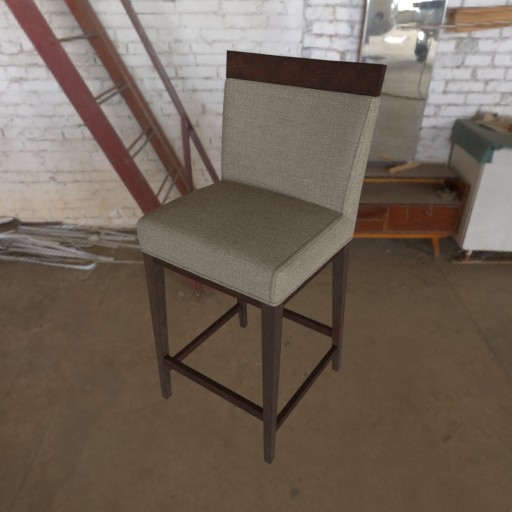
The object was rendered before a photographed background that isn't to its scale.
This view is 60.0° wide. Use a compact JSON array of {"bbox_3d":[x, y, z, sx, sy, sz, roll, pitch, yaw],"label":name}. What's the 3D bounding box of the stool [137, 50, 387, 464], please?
[{"bbox_3d":[0.000,0.000,1.402,0.511,1.117,0.531,20,37,29],"label":"stool"}]
